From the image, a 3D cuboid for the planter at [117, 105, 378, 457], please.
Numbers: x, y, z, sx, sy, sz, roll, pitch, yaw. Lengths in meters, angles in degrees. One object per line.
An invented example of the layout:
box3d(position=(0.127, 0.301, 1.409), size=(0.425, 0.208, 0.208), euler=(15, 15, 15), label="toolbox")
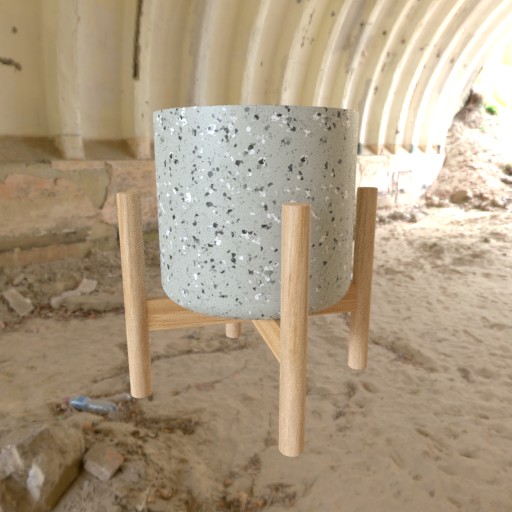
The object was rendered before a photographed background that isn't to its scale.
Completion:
box3d(position=(0.000, 0.000, 0.526), size=(0.284, 0.320, 0.284), euler=(2, 14, 8), label="planter")
